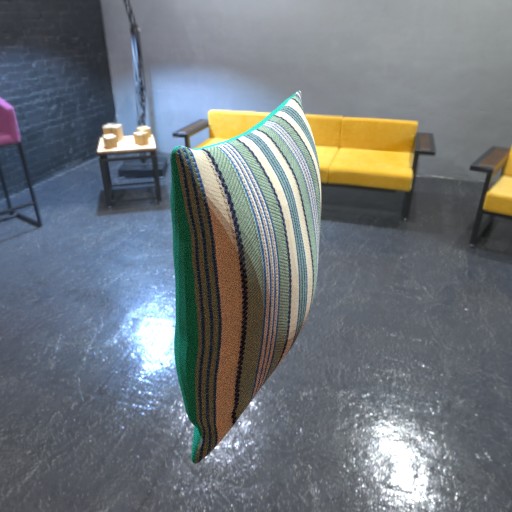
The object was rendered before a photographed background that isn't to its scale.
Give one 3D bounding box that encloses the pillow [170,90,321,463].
[{"bbox_3d":[0.000,0.000,0.686,0.182,0.441,0.440,10,30,18],"label":"pillow"}]
